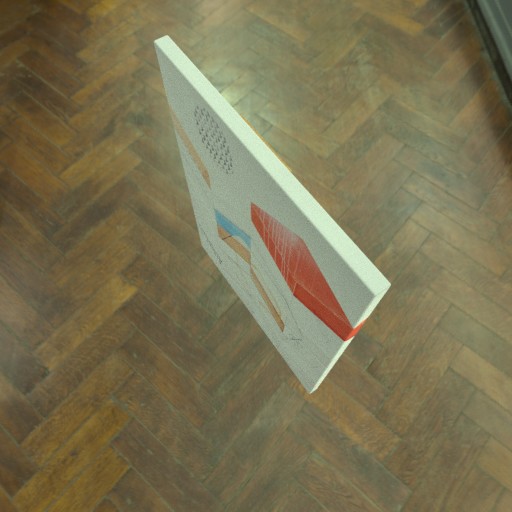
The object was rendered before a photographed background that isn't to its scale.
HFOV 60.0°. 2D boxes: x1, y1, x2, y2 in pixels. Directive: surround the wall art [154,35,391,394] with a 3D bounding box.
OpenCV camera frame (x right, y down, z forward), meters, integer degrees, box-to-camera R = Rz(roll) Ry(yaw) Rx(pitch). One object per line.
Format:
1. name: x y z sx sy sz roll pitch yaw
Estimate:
1. wall art: 0.000 0.000 1.335 0.045 1.014 0.759 -32 68 -15
